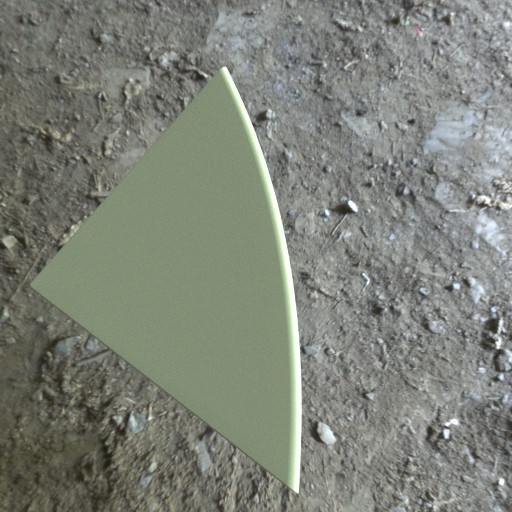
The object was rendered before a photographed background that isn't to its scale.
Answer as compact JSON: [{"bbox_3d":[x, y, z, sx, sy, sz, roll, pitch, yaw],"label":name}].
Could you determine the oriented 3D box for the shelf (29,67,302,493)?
[{"bbox_3d":[0.000,0.000,0.453,0.310,0.050,0.310,34,77,9],"label":"shelf"}]
